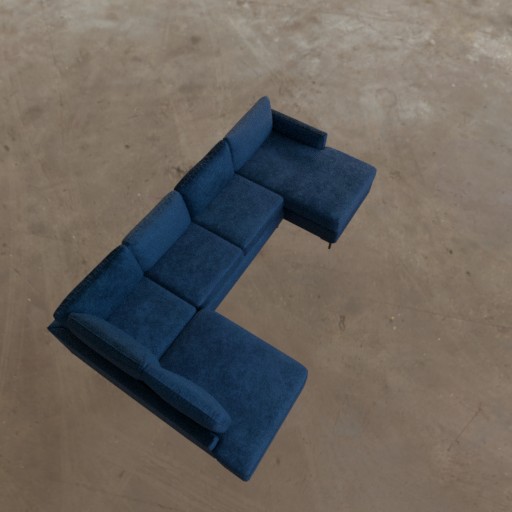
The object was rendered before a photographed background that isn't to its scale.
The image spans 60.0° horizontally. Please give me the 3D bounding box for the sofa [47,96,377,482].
[{"bbox_3d":[0.000,0.000,4.396,2.055,0.992,3.434,29,63,17],"label":"sofa"}]
